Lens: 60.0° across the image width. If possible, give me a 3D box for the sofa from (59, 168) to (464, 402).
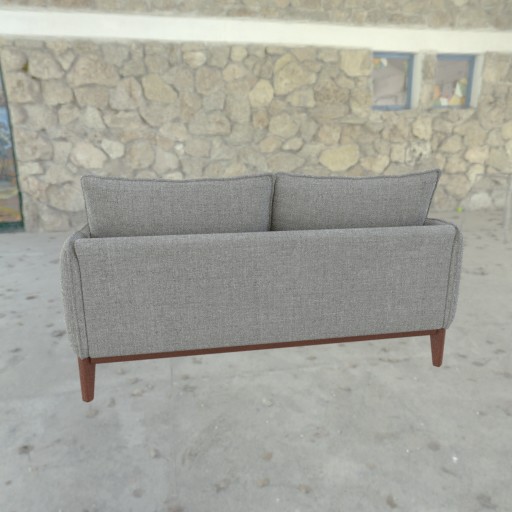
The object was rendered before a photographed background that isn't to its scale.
[{"bbox_3d":[0.000,0.000,2.112,1.580,0.851,0.972,-3,15,-10],"label":"sofa"}]
